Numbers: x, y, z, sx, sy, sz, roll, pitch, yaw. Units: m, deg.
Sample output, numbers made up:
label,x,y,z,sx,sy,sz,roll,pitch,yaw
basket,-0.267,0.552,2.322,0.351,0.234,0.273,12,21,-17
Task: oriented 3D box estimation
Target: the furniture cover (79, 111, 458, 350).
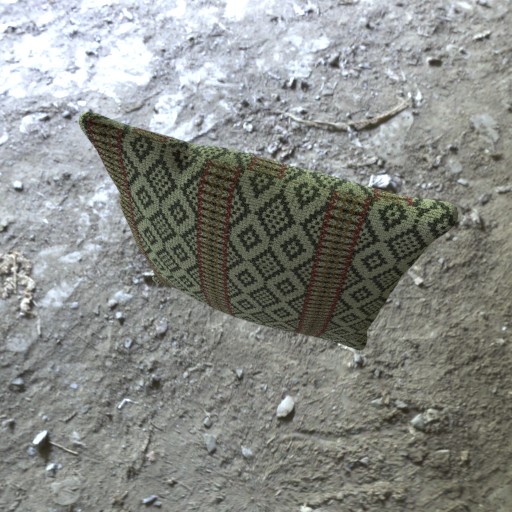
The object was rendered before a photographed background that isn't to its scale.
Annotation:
label,x,y,z,sx,sy,sz,roll,pitch,yaw
furniture cover,0.000,0.000,0.777,0.503,0.506,0.182,17,63,9
